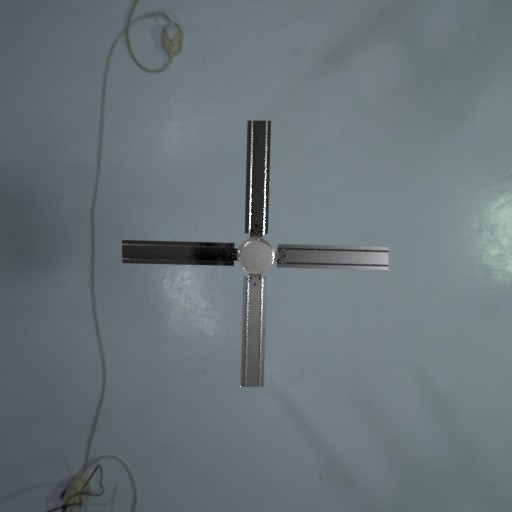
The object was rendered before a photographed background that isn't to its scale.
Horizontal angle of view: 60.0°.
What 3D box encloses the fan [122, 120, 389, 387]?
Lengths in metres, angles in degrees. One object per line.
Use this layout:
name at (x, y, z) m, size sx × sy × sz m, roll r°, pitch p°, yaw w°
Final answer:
fan at (0.000, 0.000, 2.112) m, size 1.346 × 0.406 × 1.346 m, roll 0°, pitch 92°, yaw -1°
